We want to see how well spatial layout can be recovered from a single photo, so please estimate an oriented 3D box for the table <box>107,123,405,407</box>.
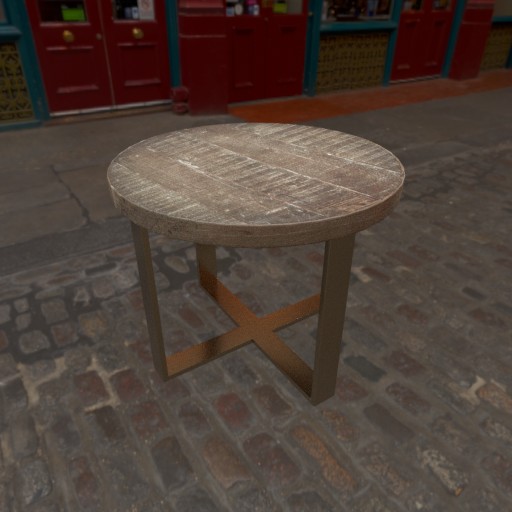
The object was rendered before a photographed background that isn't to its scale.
[{"bbox_3d":[0.000,0.000,0.975,0.557,0.437,0.557,0,31,0],"label":"table"}]
